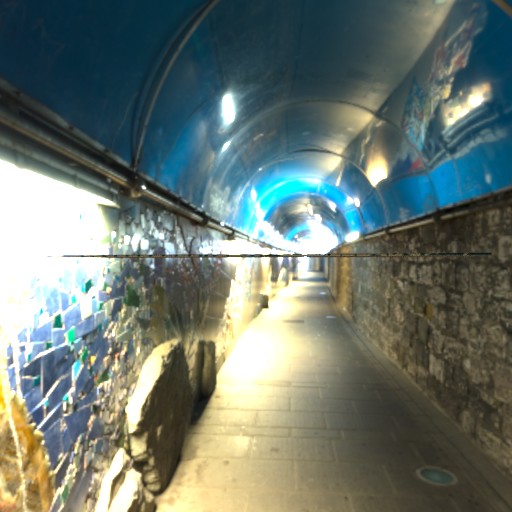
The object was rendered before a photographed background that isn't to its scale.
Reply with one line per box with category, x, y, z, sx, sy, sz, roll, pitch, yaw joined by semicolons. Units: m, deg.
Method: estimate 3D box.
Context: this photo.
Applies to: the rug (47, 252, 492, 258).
rug;0.000;0.000;2.694;2.435;0.011;0.750;0;-1;17
